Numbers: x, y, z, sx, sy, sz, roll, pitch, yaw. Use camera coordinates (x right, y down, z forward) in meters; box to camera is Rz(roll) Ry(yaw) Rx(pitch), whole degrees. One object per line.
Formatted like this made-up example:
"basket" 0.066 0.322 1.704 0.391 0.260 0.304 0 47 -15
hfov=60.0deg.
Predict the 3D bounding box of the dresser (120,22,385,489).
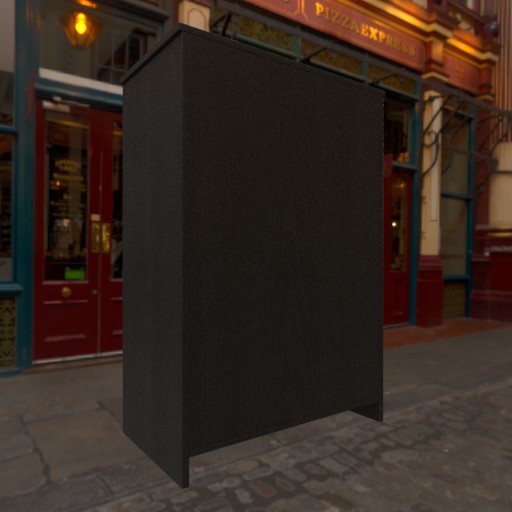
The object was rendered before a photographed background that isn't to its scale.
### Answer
"dresser" 0.000 0.000 1.329 0.700 1.020 0.398 0 0 -36
